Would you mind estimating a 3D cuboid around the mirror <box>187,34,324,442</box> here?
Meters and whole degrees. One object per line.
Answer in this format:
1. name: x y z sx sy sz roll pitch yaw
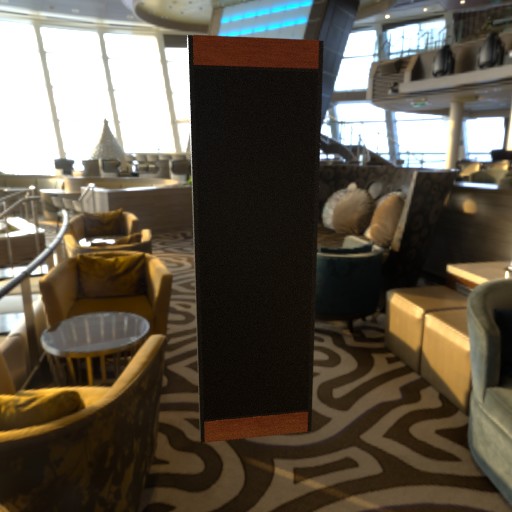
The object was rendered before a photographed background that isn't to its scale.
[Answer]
1. mirror: 0.000 0.000 1.247 0.343 1.123 0.047 -2 13 -9
